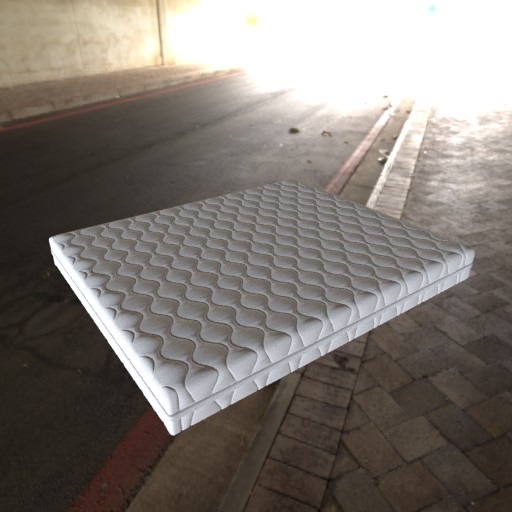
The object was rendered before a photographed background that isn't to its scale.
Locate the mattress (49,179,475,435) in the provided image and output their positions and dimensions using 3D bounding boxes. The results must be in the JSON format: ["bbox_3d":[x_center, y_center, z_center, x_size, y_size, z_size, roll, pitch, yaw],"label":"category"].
[{"bbox_3d":[0.000,0.000,2.590,1.900,0.200,1.600,-19,33,-31],"label":"mattress"}]
